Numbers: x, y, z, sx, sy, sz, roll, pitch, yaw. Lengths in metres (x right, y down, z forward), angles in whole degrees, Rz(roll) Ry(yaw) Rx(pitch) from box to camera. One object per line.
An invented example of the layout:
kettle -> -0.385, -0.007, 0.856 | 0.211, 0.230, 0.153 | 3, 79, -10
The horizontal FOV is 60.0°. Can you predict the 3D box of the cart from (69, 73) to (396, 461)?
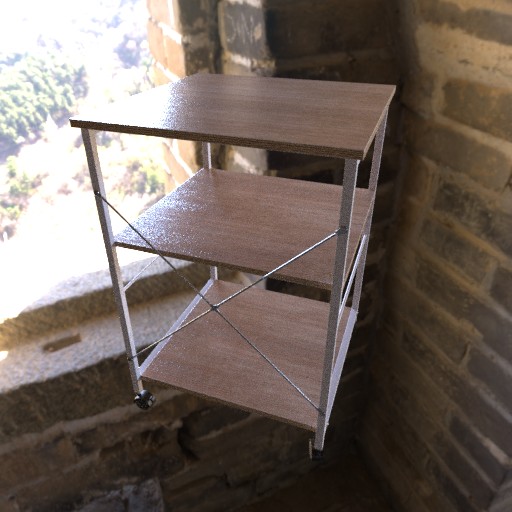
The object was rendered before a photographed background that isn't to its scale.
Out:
cart -> 0.000, 0.000, 1.120 | 0.521, 0.762, 0.520 | 11, 33, 17
